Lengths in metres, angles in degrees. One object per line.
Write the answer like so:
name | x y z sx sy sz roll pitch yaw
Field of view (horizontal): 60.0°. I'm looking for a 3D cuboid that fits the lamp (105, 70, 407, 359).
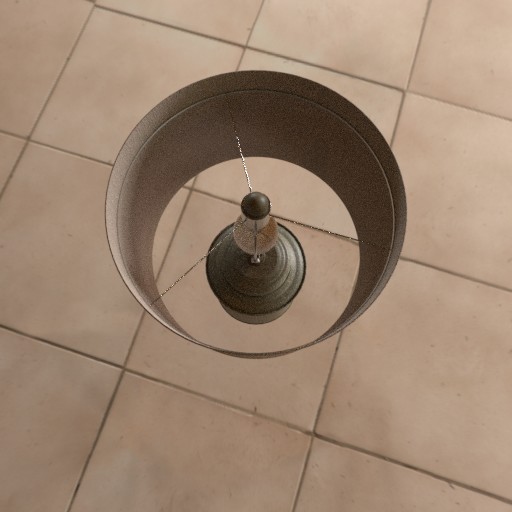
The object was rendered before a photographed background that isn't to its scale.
lamp | 0.000 0.000 0.699 0.318 0.486 0.318 0 76 0
